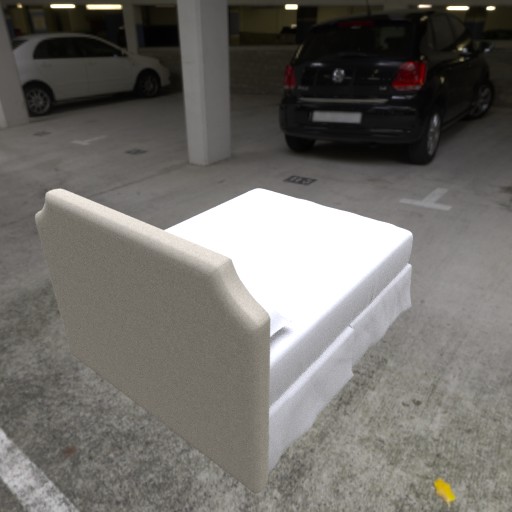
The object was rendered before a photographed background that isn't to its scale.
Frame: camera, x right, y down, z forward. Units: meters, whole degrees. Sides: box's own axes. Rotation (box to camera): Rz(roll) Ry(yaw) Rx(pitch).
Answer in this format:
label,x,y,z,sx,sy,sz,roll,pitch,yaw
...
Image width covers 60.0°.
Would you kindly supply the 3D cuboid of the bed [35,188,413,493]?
label,x,y,z,sx,sy,sz,roll,pitch,yaw
bed,0.000,0.000,3.084,1.693,1.290,2.116,21,36,33
